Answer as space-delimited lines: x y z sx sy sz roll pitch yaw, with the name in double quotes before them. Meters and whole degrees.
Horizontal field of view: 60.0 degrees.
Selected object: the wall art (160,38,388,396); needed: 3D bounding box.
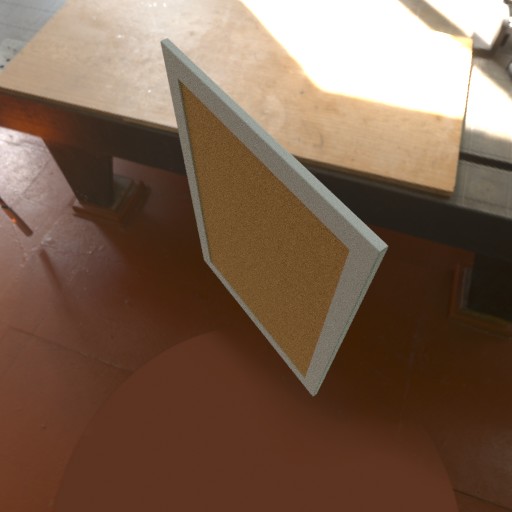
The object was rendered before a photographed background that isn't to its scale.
"wall art" 0.000 0.000 0.690 0.012 0.529 0.374 -33 65 -18
